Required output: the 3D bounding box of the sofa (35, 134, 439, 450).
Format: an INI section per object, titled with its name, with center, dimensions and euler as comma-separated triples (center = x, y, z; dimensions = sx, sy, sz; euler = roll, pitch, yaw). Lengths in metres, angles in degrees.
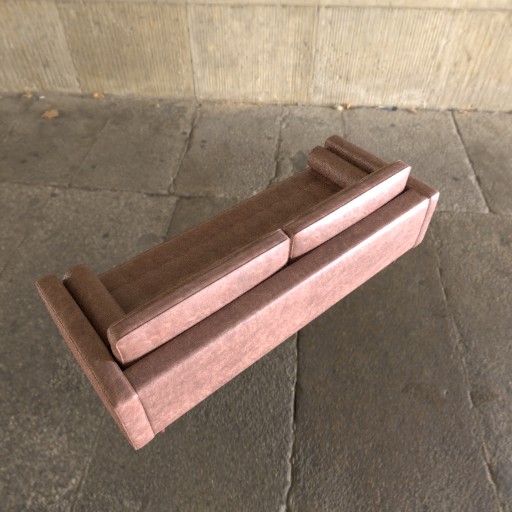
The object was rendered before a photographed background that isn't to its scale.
[sofa]
center = 0.000, 0.000, 2.613
dimensions = 2.210, 0.762, 0.914
euler = -31, 54, -26
